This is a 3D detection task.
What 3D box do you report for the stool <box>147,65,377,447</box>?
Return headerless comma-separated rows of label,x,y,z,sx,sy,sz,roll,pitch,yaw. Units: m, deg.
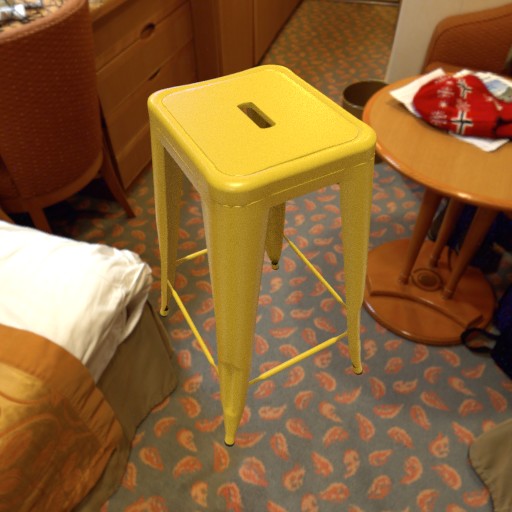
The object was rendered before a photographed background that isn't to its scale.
stool,0.000,0.000,0.871,0.359,0.609,0.399,-22,50,-20
